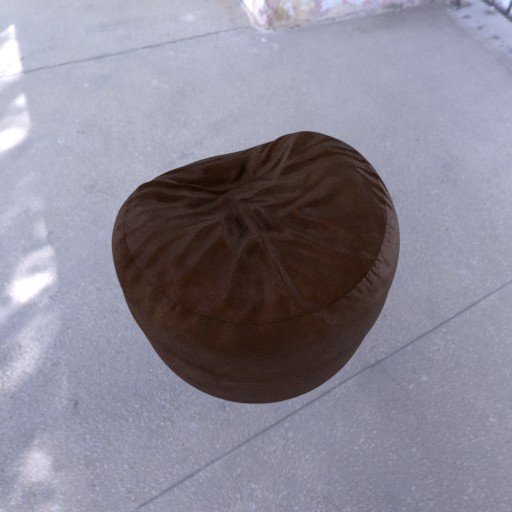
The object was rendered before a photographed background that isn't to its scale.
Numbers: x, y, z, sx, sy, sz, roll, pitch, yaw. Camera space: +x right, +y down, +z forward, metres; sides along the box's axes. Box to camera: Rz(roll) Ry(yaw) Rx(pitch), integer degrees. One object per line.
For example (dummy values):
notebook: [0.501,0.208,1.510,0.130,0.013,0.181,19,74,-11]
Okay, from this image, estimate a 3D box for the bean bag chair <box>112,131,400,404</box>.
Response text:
bean bag chair: [0.000,0.000,1.551,0.918,0.616,0.918,0,57,0]
